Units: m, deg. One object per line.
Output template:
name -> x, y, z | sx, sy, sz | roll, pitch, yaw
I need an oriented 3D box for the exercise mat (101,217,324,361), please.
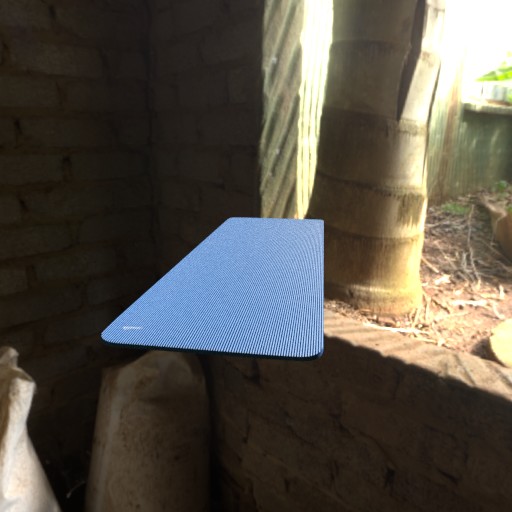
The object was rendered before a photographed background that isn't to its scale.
exercise mat -> 0.000, 0.000, 2.038 | 0.616, 0.021, 1.869 | 2, 16, 8
